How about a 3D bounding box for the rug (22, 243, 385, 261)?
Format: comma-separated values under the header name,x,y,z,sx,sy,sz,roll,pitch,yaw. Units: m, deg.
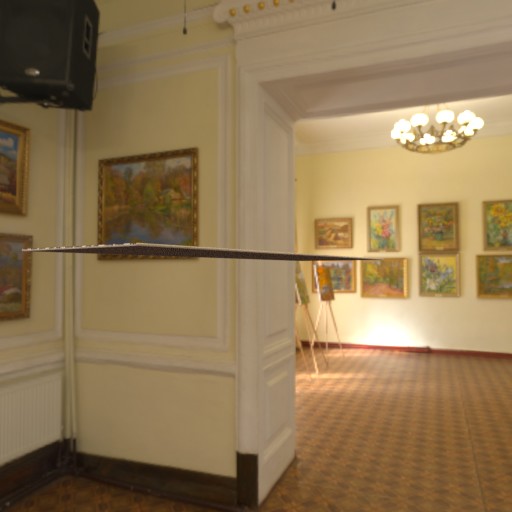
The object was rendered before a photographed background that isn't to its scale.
name,x,y,z,sx,sy,sz,roll,pitch,yaw
rug,0.000,0.000,2.682,0.750,0.009,2.435,-1,-2,35
